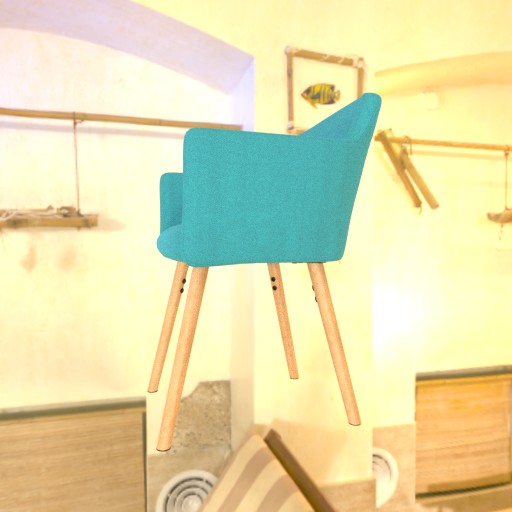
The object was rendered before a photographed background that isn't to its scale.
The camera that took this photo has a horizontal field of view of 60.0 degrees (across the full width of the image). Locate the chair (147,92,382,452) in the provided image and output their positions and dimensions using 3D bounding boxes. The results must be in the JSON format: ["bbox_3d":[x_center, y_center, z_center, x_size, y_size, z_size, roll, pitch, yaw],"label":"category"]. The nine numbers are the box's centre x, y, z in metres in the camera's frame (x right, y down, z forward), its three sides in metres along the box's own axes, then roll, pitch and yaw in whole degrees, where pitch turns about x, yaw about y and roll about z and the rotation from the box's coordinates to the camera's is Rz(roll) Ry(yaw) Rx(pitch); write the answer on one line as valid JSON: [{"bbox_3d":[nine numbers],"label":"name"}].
[{"bbox_3d":[0.000,0.000,1.155,0.540,0.780,0.570,0,1,-17],"label":"chair"}]
